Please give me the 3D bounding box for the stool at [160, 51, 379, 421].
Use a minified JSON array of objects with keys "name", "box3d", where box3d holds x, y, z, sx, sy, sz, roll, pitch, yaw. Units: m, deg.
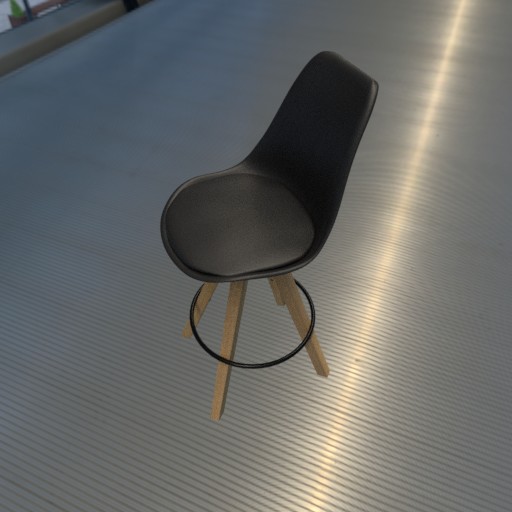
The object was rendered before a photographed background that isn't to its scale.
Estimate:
[{"name":"stool","box3d":[0.000,0.000,1.400,0.550,1.115,0.485,-17,48,-16]}]
